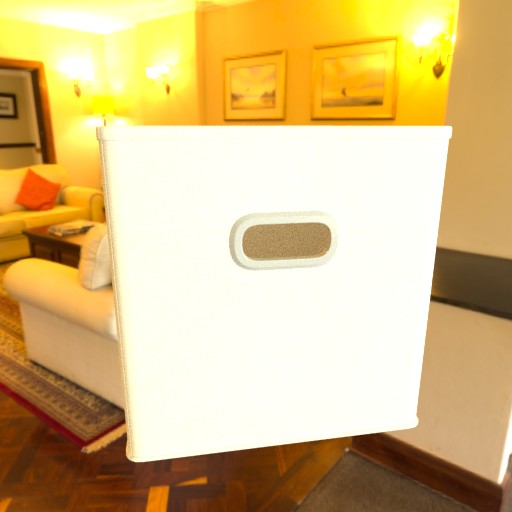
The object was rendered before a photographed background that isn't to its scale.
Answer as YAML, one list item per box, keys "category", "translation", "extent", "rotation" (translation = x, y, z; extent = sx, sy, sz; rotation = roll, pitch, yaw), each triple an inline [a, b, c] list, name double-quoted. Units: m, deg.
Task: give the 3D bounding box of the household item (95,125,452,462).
- category: "household item"
  translation: [0.000, 0.000, 0.540]
  extent: [0.305, 0.305, 0.305]
  rotation: [-3, 17, -10]
